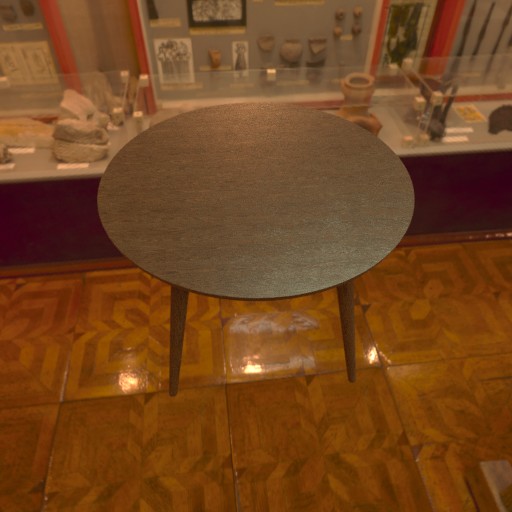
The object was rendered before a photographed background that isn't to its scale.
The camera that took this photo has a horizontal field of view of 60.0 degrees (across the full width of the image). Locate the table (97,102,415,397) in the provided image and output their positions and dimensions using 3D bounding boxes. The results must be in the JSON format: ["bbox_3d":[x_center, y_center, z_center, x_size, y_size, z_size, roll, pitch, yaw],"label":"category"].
[{"bbox_3d":[0.000,0.000,1.801,1.053,0.786,1.053,0,46,0],"label":"table"}]
